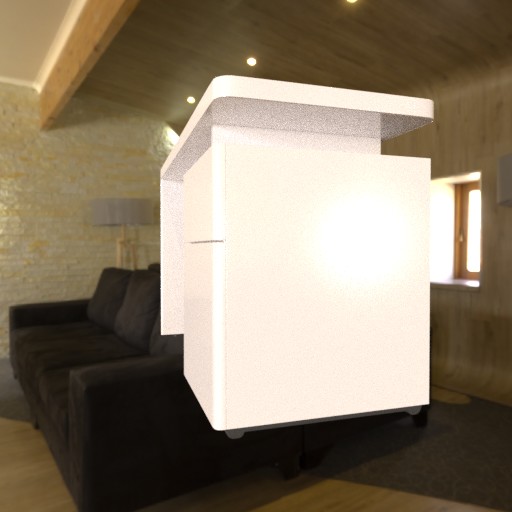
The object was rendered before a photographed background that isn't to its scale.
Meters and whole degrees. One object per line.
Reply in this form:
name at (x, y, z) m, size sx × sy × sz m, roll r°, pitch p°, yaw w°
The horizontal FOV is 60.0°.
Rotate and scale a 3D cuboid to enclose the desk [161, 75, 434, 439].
desk at (0.000, 0.000, 1.555) m, size 0.550 × 0.760 × 1.200 m, roll 0°, pitch 1°, yaw -18°
